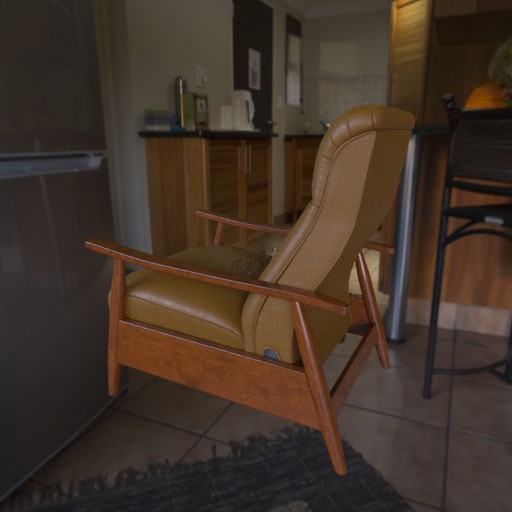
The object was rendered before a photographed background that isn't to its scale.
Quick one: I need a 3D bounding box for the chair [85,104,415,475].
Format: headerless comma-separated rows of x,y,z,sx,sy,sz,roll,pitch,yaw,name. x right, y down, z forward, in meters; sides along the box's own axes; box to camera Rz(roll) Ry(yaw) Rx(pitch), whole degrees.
0.000,0.000,1.727,1.014,1.082,0.762,8,18,26,chair
